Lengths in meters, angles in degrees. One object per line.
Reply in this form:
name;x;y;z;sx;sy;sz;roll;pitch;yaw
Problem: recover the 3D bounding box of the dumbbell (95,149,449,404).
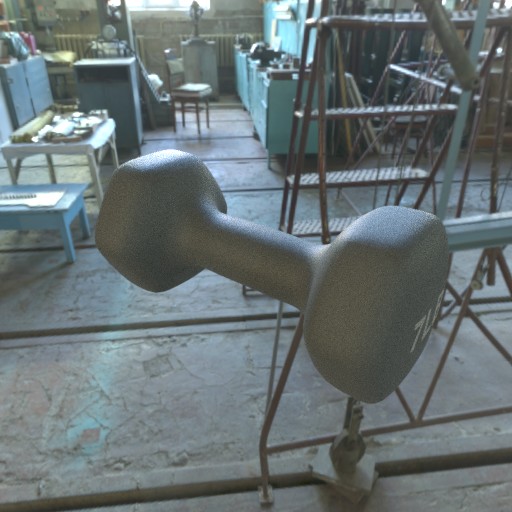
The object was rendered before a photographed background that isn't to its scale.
dumbbell;0.000;0.000;0.235;0.184;0.081;0.090;21;36;33
